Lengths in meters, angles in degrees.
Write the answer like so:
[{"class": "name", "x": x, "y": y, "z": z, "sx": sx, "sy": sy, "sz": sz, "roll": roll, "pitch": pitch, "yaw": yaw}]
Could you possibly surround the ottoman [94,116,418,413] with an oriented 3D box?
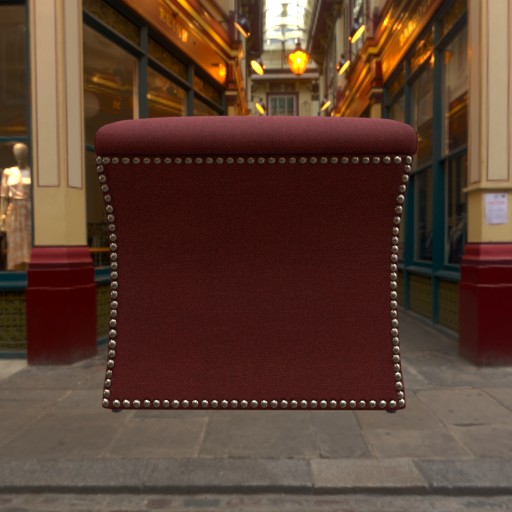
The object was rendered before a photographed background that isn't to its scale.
[{"class": "ottoman", "x": 0.000, "y": 0.000, "z": 0.906, "sx": 0.507, "sy": 0.475, "sz": 0.497, "roll": 0, "pitch": 2, "yaw": 0}]
